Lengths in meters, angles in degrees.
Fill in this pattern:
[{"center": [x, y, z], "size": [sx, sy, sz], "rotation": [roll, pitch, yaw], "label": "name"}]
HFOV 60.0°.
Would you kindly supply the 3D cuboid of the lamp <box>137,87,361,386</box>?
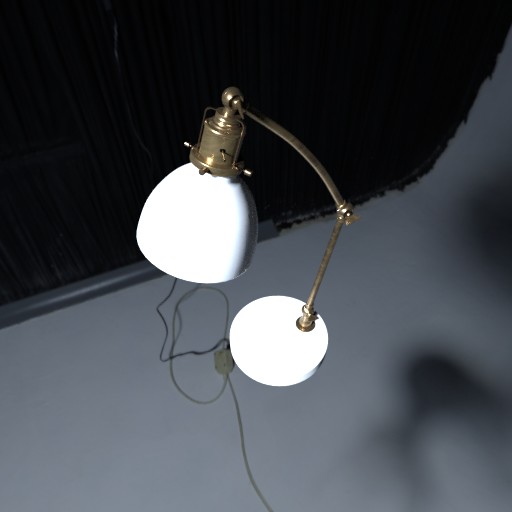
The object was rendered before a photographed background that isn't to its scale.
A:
[{"center": [0.000, 0.000, 0.656], "size": [0.317, 0.522, 0.186], "rotation": [-17, 49, -16], "label": "lamp"}]
